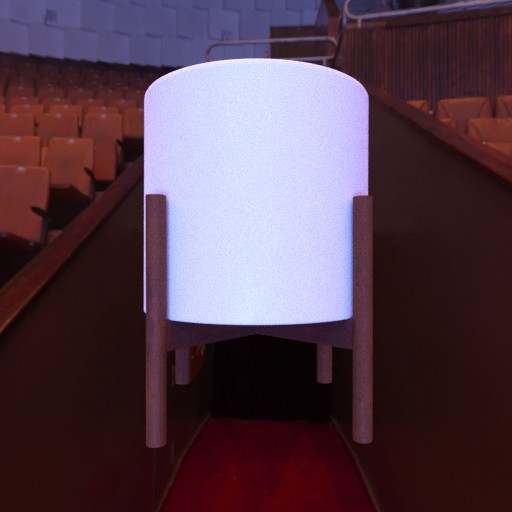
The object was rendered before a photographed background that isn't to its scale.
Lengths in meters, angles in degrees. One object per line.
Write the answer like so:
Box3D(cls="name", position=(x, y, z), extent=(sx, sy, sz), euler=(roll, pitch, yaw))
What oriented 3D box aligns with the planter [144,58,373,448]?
Box3D(cls="planter", position=(0.000, 0.000, 0.857), extent=(0.421, 0.581, 0.420), euler=(0, 0, 1))
